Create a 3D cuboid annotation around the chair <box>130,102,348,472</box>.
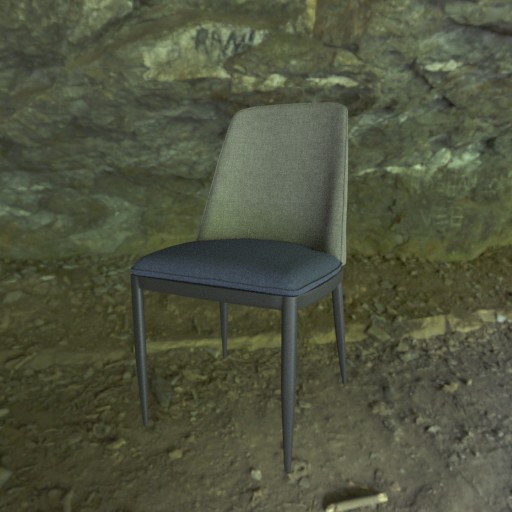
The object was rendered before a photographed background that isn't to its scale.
[{"bbox_3d":[0.000,0.000,1.218,0.488,0.855,0.550,6,13,25],"label":"chair"}]
